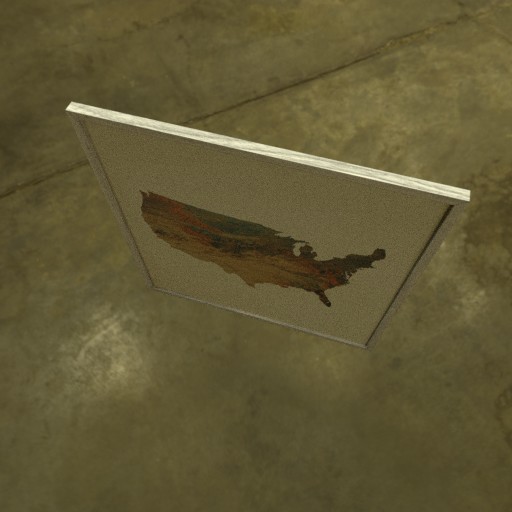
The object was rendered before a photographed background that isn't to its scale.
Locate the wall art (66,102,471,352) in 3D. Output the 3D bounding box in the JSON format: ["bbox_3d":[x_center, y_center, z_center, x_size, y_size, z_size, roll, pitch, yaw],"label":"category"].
[{"bbox_3d":[0.000,0.000,0.753,0.508,0.507,0.016,15,60,9],"label":"wall art"}]
